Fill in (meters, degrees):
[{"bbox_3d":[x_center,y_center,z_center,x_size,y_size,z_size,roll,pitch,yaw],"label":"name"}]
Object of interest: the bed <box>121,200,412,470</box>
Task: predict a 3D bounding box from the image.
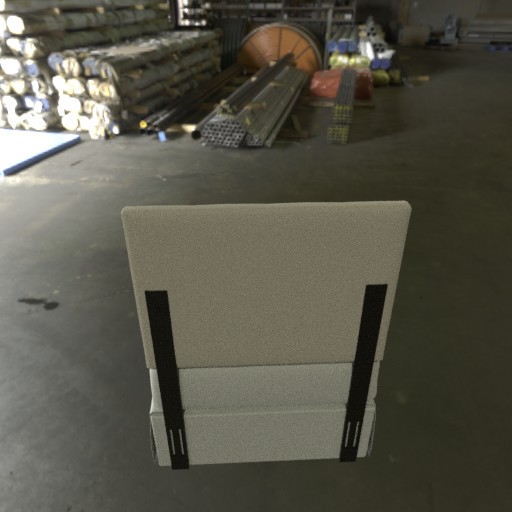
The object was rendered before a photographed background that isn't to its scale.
[{"bbox_3d":[0.000,0.000,2.942,1.261,1.571,1.997,-1,30,-2],"label":"bed"}]
